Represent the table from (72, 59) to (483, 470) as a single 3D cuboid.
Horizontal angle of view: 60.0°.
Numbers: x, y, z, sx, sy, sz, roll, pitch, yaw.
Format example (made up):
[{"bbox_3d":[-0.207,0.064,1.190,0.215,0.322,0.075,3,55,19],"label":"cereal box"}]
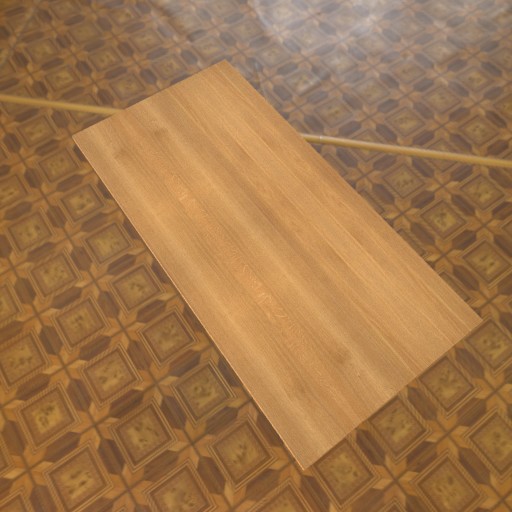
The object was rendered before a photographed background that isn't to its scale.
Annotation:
[{"bbox_3d":[0.000,0.000,2.280,0.900,0.750,1.800,-33,68,-15],"label":"table"}]
